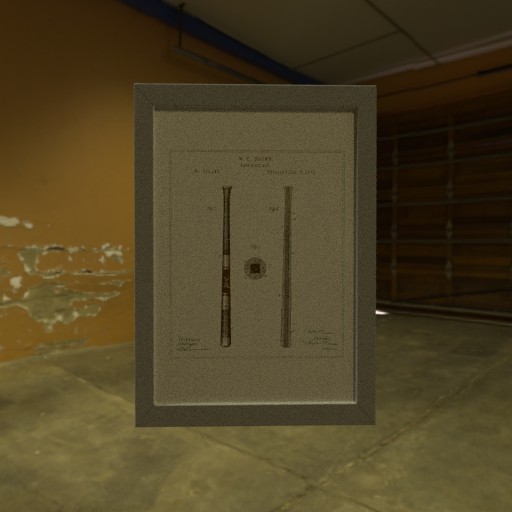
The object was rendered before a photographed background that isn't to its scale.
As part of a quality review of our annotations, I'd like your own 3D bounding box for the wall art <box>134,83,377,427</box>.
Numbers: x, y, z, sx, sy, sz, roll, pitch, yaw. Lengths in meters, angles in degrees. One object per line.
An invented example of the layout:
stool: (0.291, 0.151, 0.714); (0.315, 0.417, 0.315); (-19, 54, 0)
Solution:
wall art: (0.000, 0.000, 0.691); (0.374, 0.529, 0.012); (0, 1, -2)
